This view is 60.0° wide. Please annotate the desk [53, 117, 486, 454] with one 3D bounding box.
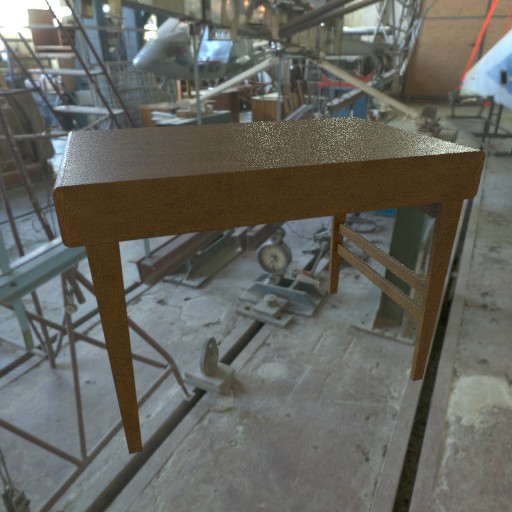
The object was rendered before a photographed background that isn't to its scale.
[{"bbox_3d":[0.000,0.000,1.463,1.066,0.754,0.660,-8,27,-17],"label":"desk"}]
